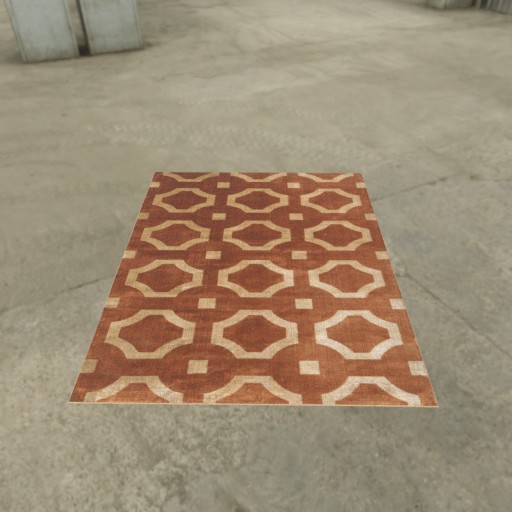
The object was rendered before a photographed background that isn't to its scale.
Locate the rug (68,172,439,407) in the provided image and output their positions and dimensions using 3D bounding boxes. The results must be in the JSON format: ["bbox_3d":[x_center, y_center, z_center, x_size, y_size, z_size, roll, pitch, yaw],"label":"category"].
[{"bbox_3d":[0.000,0.000,4.100,2.466,0.021,3.049,0,40,1],"label":"rug"}]
